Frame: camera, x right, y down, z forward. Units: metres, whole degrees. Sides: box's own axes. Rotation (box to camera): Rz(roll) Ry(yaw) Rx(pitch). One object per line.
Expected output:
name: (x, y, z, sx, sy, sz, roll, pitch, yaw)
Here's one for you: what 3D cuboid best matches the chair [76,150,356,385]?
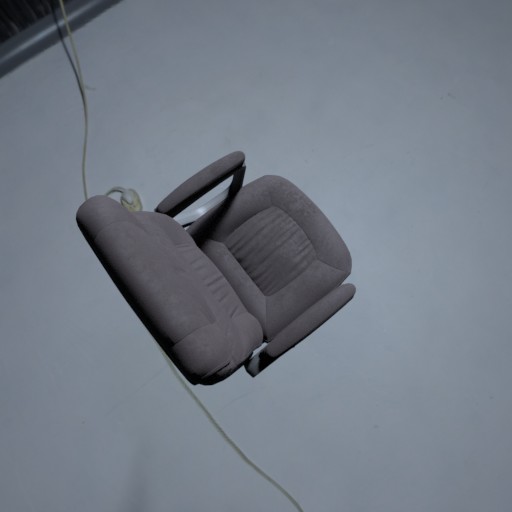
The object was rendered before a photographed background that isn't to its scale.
chair: (0.000, 0.000, 1.514, 0.724, 1.105, 0.667, -37, 79, -8)
